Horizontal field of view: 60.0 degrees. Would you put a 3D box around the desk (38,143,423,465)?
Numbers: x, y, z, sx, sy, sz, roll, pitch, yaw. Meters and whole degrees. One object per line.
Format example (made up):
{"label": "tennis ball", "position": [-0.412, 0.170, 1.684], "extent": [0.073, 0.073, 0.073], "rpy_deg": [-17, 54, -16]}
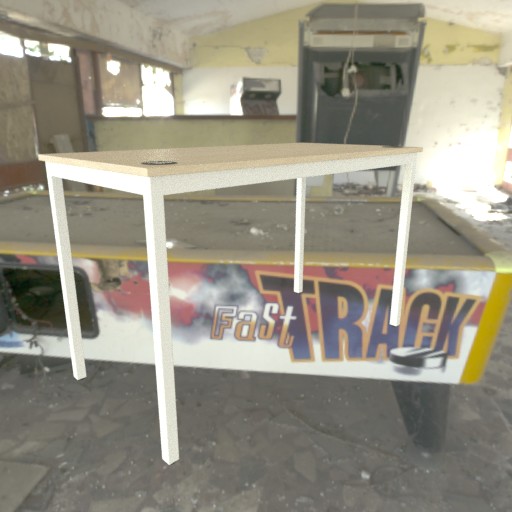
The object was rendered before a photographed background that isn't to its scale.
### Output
{"label": "desk", "position": [0.000, 0.000, 1.601], "extent": [1.200, 0.750, 0.600], "rpy_deg": [-16, 23, -42]}
